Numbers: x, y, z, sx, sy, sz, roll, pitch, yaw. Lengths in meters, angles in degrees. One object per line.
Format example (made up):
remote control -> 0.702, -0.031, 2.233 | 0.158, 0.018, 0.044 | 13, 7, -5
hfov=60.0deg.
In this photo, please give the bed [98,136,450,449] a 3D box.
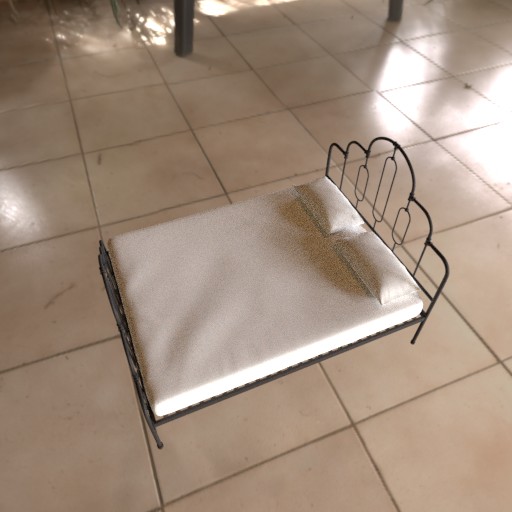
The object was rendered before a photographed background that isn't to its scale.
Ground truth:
bed -> 0.000, 0.000, 3.334 | 2.163, 1.429, 1.640 | -17, 50, -15
